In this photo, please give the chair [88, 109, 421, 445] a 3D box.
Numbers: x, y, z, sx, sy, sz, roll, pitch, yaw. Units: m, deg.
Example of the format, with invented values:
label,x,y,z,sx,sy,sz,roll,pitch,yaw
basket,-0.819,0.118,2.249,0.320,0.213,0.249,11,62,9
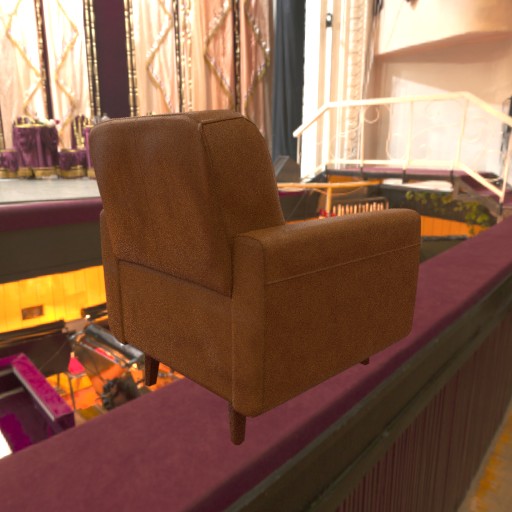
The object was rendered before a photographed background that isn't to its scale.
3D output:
label,x,y,z,sx,sy,sz,roll,pitch,yaw
chair,0.000,0.000,1.626,0.845,0.968,0.942,13,18,43
